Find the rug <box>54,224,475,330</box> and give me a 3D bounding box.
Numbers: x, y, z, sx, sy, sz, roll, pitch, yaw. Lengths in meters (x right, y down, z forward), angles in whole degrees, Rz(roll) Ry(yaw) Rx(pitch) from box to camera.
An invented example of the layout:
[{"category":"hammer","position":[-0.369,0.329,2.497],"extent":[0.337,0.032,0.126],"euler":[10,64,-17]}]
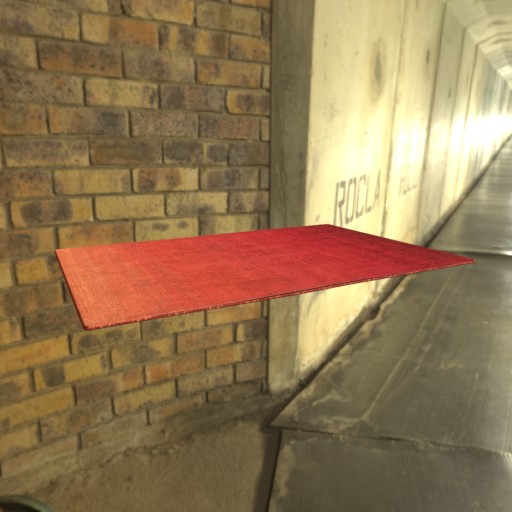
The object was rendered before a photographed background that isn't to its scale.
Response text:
[{"category":"rug","position":[0.000,0.000,2.298],"extent":[1.835,0.018,1.230],"euler":[-7,15,-27]}]
